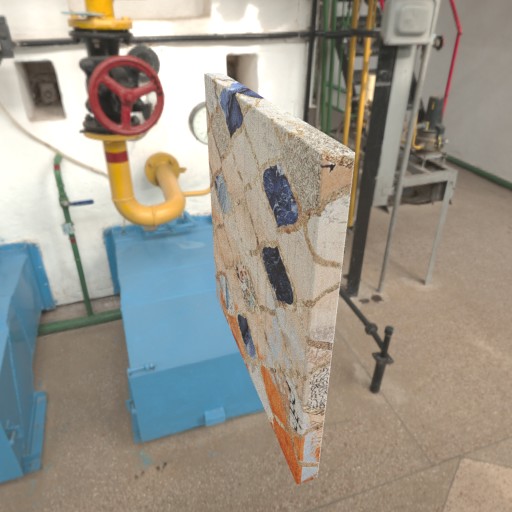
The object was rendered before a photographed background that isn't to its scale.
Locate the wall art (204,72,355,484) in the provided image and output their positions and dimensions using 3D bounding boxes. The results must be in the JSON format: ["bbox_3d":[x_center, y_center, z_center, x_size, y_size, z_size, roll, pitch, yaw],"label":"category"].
[{"bbox_3d":[0.000,0.000,0.746,0.038,0.508,0.507,-9,32,-16],"label":"wall art"}]
